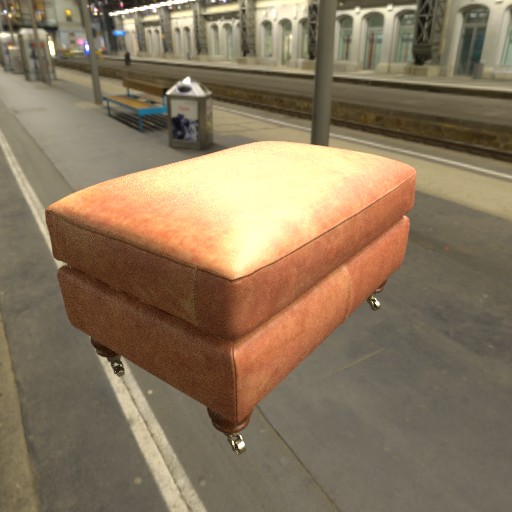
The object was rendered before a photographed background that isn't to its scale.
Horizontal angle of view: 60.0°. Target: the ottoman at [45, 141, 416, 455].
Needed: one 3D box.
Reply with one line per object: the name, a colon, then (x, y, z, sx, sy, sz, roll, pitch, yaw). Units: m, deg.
ottoman: (0.000, 0.000, 1.180, 0.565, 0.507, 0.852, 18, 31, 33)
